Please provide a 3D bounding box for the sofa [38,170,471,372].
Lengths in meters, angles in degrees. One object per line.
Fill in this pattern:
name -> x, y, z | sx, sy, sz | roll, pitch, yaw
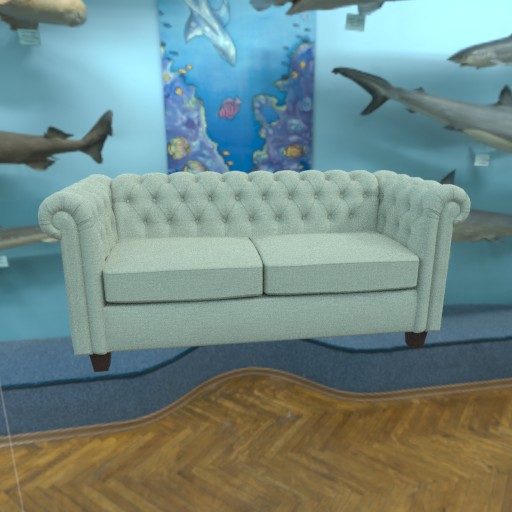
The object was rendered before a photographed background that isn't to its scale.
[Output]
sofa -> 0.000, 0.000, 2.243 | 1.798, 0.797, 0.783 | -2, 16, -8
